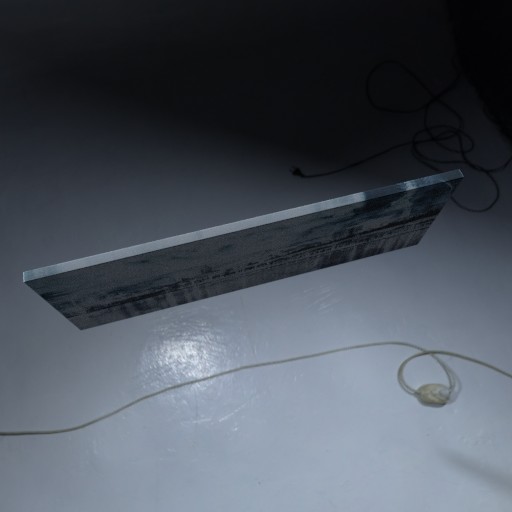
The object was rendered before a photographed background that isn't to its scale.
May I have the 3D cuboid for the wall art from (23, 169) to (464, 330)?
[{"bbox_3d":[0.000,0.000,1.718,1.524,0.509,0.037,-14,64,-7],"label":"wall art"}]
